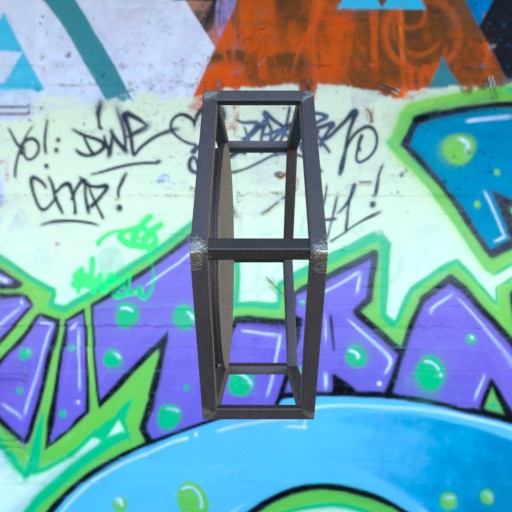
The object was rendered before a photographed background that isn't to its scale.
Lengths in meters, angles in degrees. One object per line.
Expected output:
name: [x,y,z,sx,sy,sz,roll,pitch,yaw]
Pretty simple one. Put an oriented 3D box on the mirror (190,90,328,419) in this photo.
mirror: [0.000,0.000,0.548,0.119,0.334,0.380,0,-1,0]
